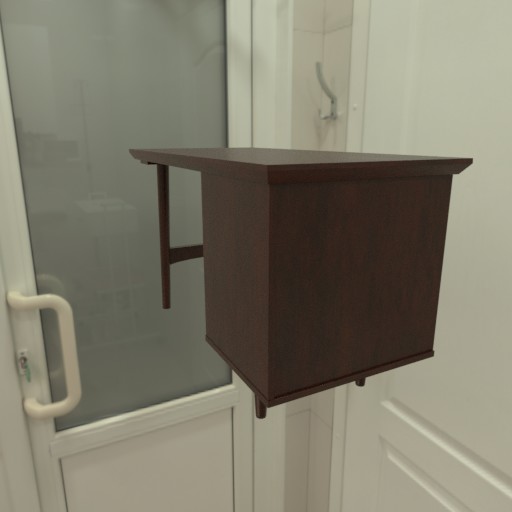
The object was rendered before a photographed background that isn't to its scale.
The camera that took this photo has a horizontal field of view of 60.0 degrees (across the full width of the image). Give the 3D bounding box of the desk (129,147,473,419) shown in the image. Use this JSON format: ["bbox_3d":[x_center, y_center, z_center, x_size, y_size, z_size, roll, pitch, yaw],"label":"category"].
[{"bbox_3d":[0.000,0.000,1.663,0.612,0.758,1.277,-8,17,-26],"label":"desk"}]
